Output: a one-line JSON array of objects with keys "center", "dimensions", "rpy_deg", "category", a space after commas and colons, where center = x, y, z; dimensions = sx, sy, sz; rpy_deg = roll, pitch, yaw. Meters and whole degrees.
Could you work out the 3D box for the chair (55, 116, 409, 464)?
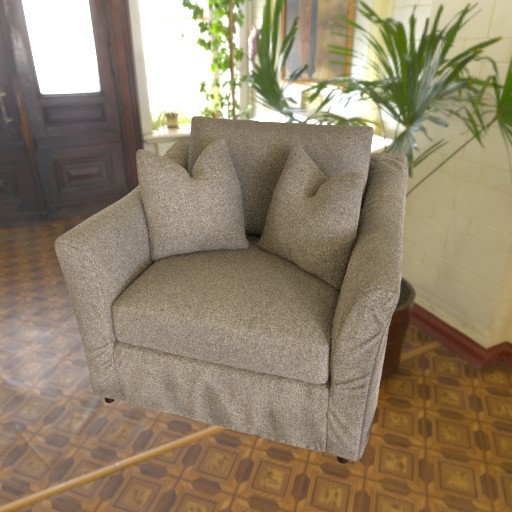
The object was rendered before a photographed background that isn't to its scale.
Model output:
[{"center": [0.000, 0.000, 1.945], "dimensions": [1.194, 1.059, 1.071], "rpy_deg": [8, 27, 16], "category": "chair"}]
